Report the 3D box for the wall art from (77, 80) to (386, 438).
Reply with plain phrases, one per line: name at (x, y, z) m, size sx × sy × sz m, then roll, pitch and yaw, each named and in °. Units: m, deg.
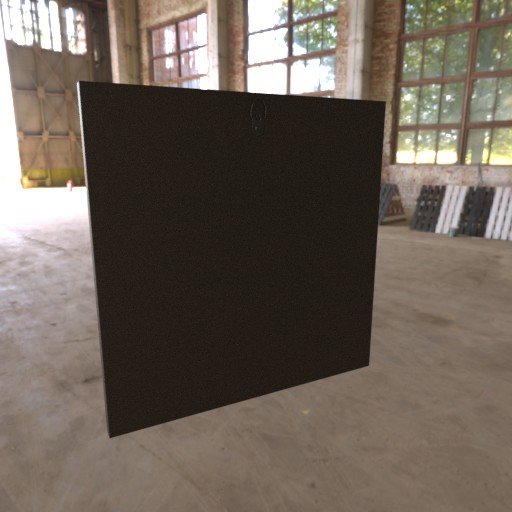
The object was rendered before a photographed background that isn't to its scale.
wall art at (0.000, 0.000, 1.162) m, size 0.805 × 0.807 × 0.043 m, roll -7°, pitch 15°, yaw -27°
